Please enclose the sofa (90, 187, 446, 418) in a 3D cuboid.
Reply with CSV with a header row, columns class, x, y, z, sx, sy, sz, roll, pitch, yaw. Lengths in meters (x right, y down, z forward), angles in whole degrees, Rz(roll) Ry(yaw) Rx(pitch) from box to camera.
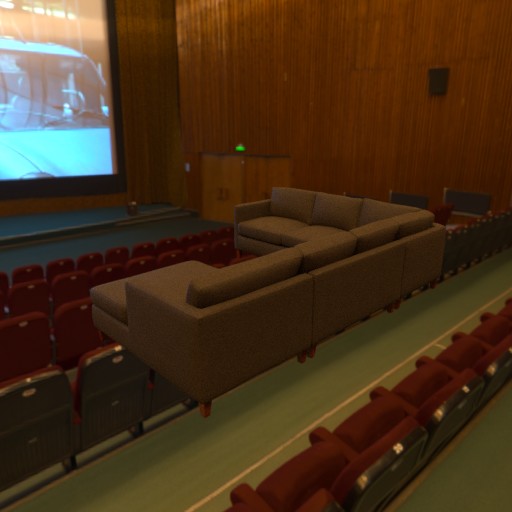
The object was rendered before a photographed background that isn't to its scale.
class,x,y,z,sx,sy,sz,roll,pitch,yaw
sofa,0.000,0.000,4.728,3.460,0.961,2.594,-16,23,-42
